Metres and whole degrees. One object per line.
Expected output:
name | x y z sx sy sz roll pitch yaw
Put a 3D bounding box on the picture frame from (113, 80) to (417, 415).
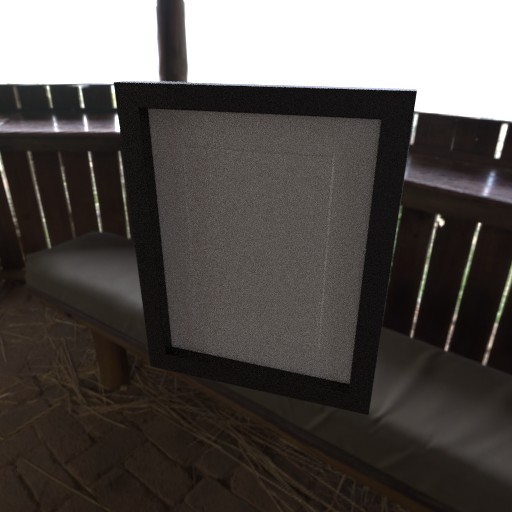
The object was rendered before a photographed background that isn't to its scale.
picture frame | 0.000 0.000 0.528 0.307 0.383 0.036 8 27 16
